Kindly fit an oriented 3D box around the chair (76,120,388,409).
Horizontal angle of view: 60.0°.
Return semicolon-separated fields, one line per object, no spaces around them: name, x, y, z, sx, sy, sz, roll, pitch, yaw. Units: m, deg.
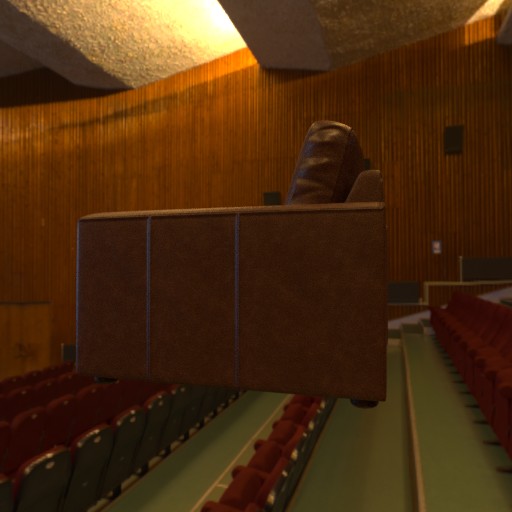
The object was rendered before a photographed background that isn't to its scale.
chair;0.000;0.000;1.792;1.016;0.873;1.005;0;-1;17
